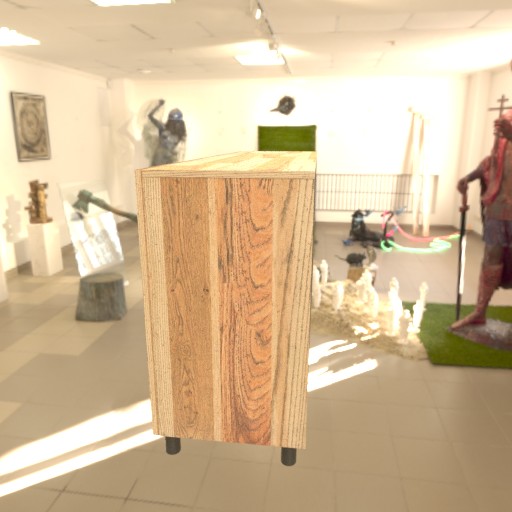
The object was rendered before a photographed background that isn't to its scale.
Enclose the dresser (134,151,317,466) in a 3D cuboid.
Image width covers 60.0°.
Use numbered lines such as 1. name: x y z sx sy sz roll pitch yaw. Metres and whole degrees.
1. dresser: 0.000 0.000 1.911 0.487 0.834 1.547 2 15 8
